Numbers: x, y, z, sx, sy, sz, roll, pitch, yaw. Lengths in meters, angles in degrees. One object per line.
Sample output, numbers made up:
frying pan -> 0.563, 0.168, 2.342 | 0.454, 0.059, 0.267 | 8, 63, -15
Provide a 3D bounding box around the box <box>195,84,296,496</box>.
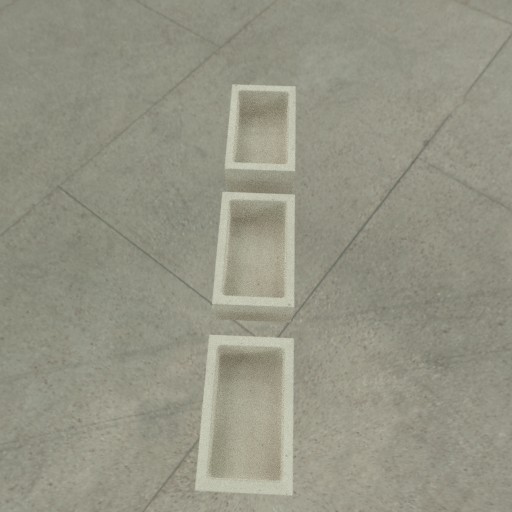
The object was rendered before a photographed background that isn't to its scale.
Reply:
box -> 0.000, 0.000, 0.490 | 0.082, 0.051, 0.461 | 2, 64, 1
